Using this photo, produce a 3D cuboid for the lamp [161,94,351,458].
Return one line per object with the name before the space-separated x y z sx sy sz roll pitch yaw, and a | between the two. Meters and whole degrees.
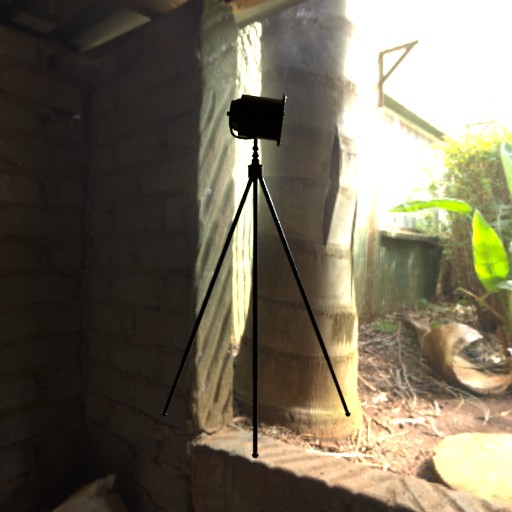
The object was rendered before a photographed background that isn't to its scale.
lamp | 0.000 0.000 2.076 0.884 1.504 0.879 0 0 0
